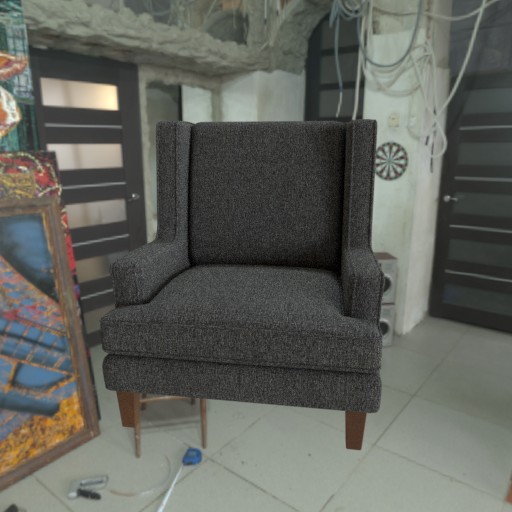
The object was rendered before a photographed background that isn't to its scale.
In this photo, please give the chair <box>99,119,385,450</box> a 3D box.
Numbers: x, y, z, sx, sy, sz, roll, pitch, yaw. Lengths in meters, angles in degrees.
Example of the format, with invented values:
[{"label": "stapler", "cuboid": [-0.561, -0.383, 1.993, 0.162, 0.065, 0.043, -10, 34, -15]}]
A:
[{"label": "chair", "cuboid": [0.000, 0.000, 1.796, 0.942, 1.082, 0.927, 2, 14, 9]}]
